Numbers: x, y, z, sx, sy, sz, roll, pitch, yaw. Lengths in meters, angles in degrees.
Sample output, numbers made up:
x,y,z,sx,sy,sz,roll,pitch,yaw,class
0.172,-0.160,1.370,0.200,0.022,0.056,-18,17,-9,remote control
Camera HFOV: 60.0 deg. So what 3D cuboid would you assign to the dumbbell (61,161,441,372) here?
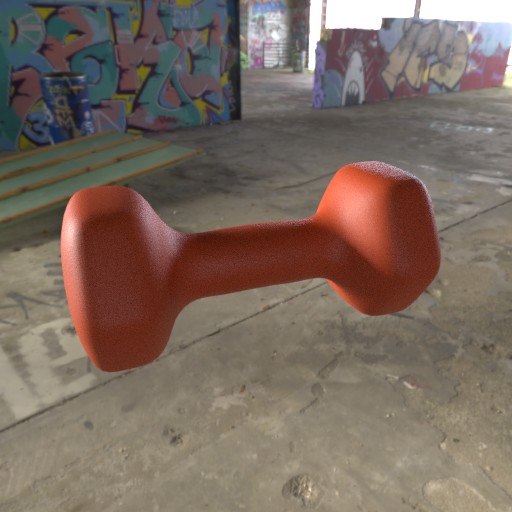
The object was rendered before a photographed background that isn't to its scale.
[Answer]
x,y,z,sx,sy,sz,roll,pitch,yaw,class
0.000,0.000,0.205,0.162,0.071,0.079,-8,28,-16,dumbbell
